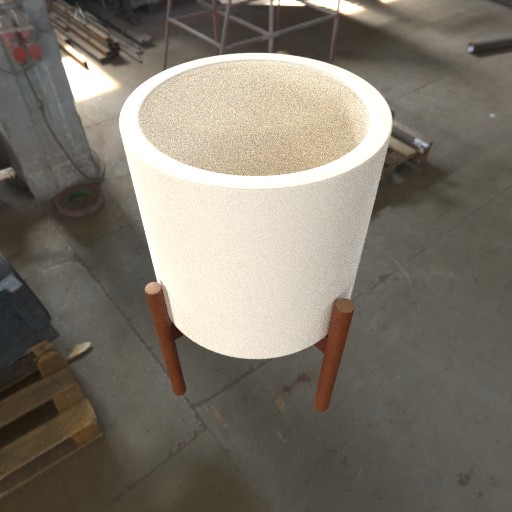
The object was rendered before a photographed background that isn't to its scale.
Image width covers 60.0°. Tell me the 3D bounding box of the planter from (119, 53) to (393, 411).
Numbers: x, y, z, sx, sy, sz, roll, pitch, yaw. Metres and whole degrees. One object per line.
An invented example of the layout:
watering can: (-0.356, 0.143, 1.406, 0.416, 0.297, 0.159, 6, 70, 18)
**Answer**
planter: (0.000, 0.000, 0.931, 0.417, 0.670, 0.417, 4, 46, 4)
